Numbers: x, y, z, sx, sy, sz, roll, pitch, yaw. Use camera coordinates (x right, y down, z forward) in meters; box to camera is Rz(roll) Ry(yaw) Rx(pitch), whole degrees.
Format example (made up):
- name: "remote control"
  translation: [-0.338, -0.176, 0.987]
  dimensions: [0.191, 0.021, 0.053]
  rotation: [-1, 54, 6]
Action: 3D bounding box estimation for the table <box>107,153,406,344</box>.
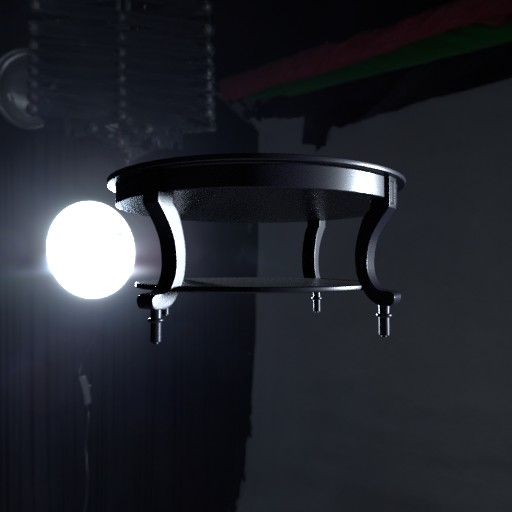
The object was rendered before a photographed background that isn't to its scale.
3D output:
- name: "table"
  translation: [0.000, 0.000, 1.596]
  dimensions: [1.029, 0.491, 1.029]
  rotation: [0, -1, 0]
